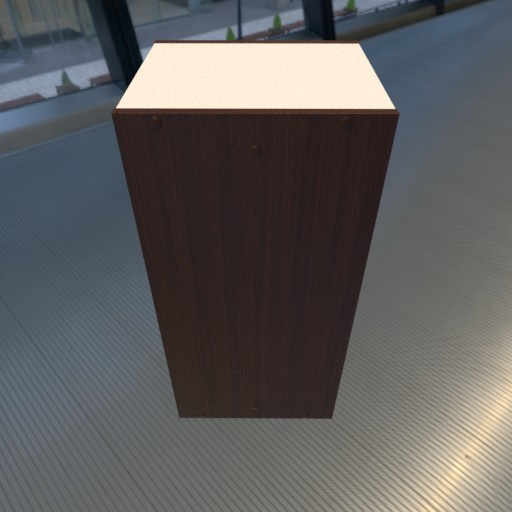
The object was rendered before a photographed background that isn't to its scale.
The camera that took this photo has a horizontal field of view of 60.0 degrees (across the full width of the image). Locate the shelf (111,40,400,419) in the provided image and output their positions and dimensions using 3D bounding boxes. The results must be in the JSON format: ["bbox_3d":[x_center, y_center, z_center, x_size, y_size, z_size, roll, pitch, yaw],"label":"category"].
[{"bbox_3d":[0.000,0.000,0.737,0.290,0.600,0.253,0,41,0],"label":"shelf"}]
